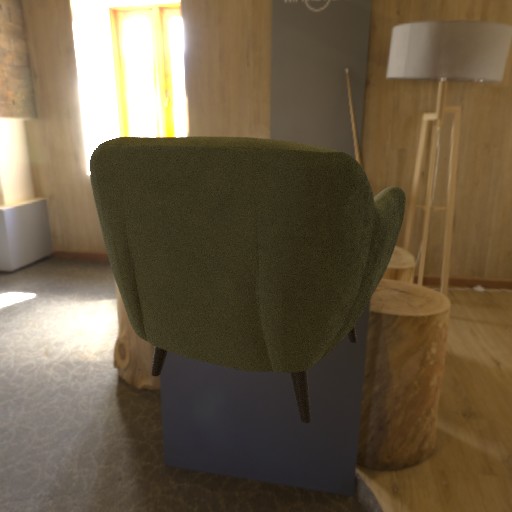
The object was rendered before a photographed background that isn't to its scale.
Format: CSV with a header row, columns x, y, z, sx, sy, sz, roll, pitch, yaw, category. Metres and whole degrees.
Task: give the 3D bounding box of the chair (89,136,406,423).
x,y,z,sx,sy,sz,roll,pitch,yaw,category
0.000,0.000,1.493,0.840,0.804,0.819,8,19,25,chair
